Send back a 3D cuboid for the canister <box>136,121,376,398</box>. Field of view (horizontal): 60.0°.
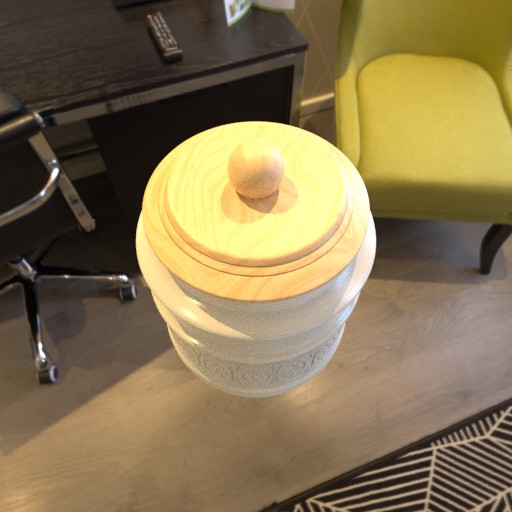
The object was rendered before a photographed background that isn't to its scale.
[{"bbox_3d":[0.000,0.000,0.266,0.130,0.176,0.130,0,58,0],"label":"canister"}]
